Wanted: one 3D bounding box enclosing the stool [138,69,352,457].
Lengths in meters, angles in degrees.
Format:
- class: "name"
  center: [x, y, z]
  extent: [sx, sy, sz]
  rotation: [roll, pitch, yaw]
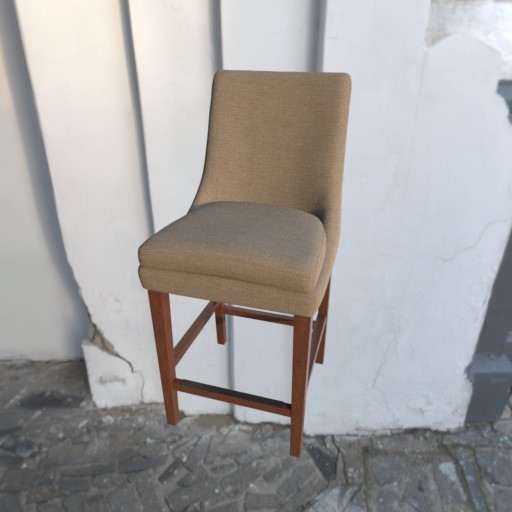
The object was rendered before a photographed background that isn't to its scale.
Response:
- class: "stool"
  center: [0.000, 0.000, 1.314]
  extent: [0.470, 0.981, 0.577]
  rotation: [8, 28, 15]
